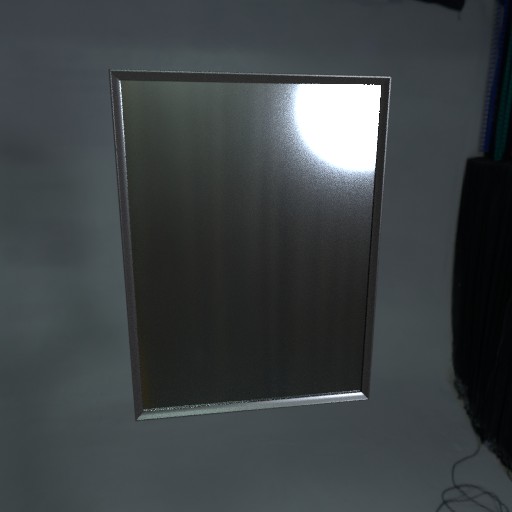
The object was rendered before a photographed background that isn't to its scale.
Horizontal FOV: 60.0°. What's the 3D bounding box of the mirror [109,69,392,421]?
[{"bbox_3d":[0.000,0.000,1.323,0.762,1.016,0.041,-2,14,-9],"label":"mirror"}]
